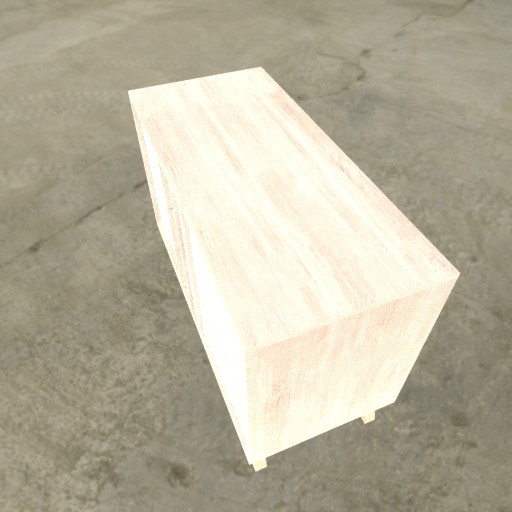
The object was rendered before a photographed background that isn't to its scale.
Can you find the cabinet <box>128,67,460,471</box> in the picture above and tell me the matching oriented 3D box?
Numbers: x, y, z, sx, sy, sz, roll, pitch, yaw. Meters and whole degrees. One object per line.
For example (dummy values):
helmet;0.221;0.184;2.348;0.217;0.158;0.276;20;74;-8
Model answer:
cabinet;0.000;0.000;1.531;0.500;0.780;1.110;-17;49;-15
